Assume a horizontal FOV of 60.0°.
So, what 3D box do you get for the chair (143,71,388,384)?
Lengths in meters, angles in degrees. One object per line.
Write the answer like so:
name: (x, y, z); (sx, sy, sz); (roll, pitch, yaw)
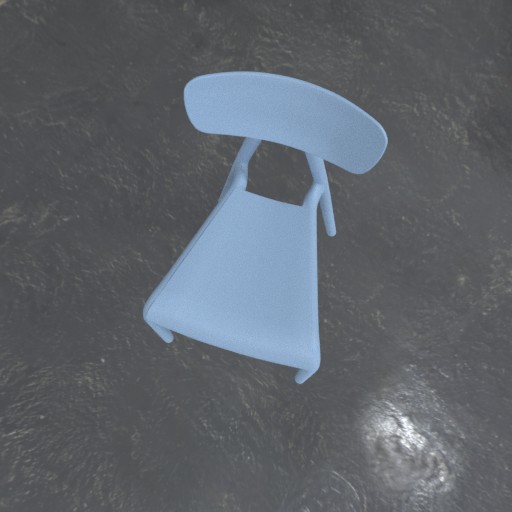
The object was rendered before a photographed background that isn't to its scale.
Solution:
chair: (0.000, 0.000, 0.838); (0.356, 0.580, 0.401); (16, 76, 4)
